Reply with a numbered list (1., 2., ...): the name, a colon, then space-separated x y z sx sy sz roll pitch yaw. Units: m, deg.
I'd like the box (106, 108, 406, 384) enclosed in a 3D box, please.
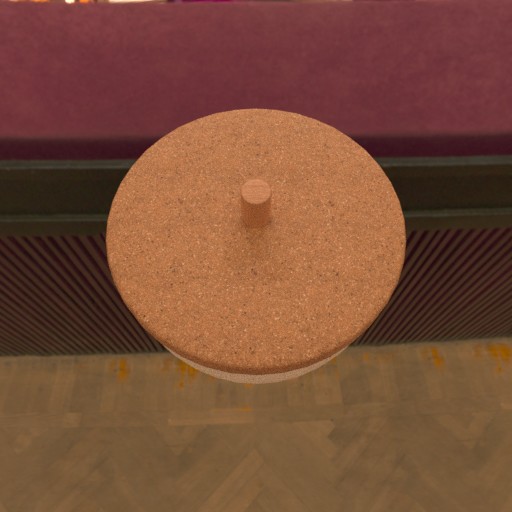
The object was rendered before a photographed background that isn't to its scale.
1. box: 0.000 0.000 0.185 0.107 0.094 0.107 0 63 0
